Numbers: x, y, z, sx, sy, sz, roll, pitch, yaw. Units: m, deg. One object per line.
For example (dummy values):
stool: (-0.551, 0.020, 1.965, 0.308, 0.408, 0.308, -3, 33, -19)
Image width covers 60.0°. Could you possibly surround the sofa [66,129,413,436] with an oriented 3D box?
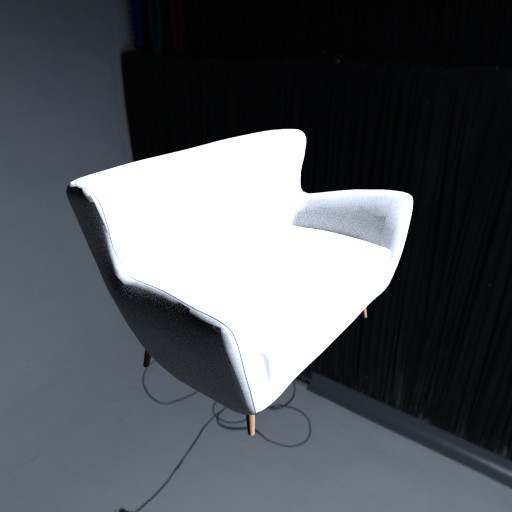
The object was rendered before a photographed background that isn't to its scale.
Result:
sofa: (0.000, 0.000, 1.984, 0.921, 0.878, 1.424, 19, 32, 33)
